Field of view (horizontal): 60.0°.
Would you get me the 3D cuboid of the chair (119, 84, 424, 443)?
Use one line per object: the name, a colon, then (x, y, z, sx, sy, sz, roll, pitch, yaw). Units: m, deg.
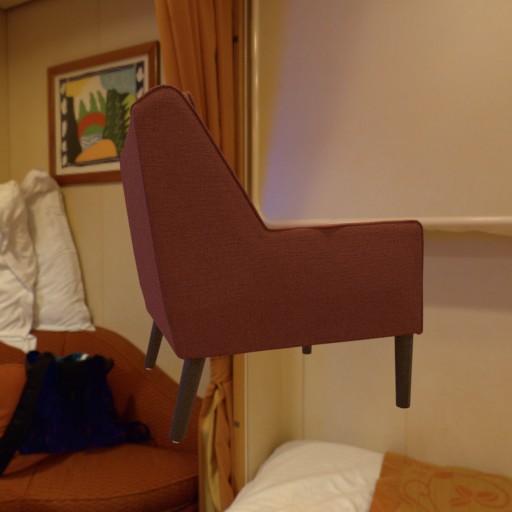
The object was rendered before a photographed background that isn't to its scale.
chair: (0.000, 0.000, 1.355, 0.770, 0.812, 0.680, -1, 2, -19)
